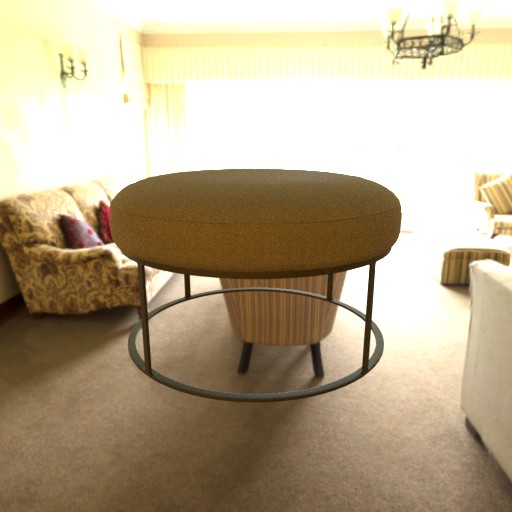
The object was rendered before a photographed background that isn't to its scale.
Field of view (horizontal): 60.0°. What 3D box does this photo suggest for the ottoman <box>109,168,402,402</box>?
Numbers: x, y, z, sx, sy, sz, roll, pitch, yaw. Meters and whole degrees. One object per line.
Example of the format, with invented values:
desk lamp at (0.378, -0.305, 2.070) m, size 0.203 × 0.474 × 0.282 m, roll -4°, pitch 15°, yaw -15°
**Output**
ottoman at (0.000, 0.000, 1.253) m, size 0.772 × 0.460 × 0.772 m, roll 0°, pitch 15°, yaw 0°
